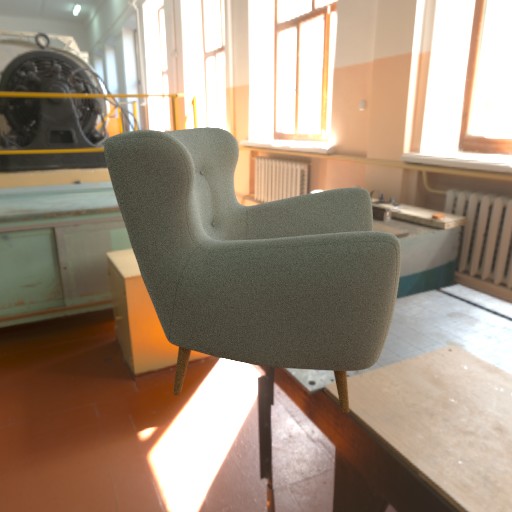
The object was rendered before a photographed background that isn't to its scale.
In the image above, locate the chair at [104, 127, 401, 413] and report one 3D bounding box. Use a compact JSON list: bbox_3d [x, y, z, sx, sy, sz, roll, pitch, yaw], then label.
[{"bbox_3d":[0.000,0.000,1.606,0.889,0.889,0.890,2,17,8],"label":"chair"}]
